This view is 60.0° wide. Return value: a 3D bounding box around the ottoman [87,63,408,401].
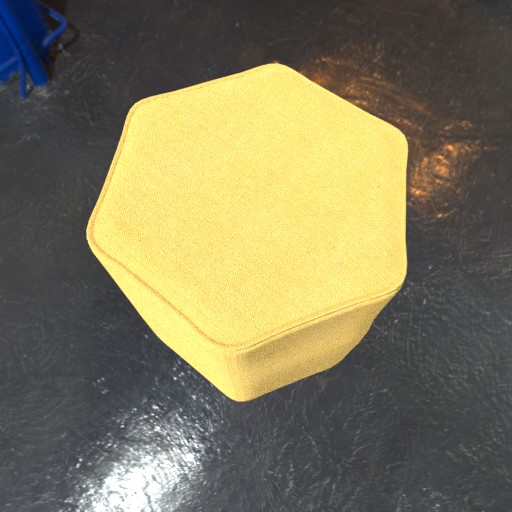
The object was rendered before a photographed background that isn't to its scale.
[{"bbox_3d":[0.000,0.000,0.849,0.494,0.502,0.443,36,70,16],"label":"ottoman"}]
